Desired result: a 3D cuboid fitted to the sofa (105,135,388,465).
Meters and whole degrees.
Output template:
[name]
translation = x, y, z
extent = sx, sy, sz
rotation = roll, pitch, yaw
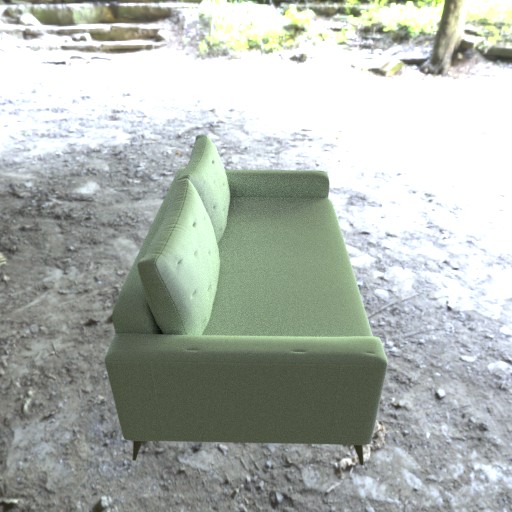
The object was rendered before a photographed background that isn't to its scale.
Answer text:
[sofa]
translation = 0.000, 0.000, 2.119
extent = 0.920, 0.790, 1.650
rotation = 1, 32, 1
